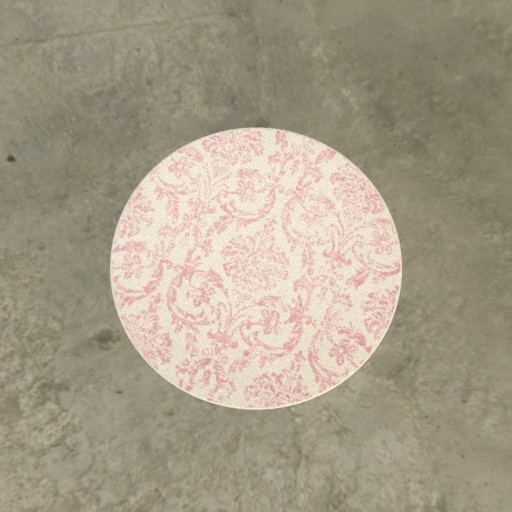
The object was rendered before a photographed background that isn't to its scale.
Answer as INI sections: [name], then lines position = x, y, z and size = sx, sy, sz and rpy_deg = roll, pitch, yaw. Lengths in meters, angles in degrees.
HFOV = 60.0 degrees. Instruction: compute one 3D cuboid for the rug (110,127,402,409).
[rug]
position = 0.000, 0.000, 2.427
size = 1.593, 0.012, 1.593
rpy_deg = 0, 74, 0
